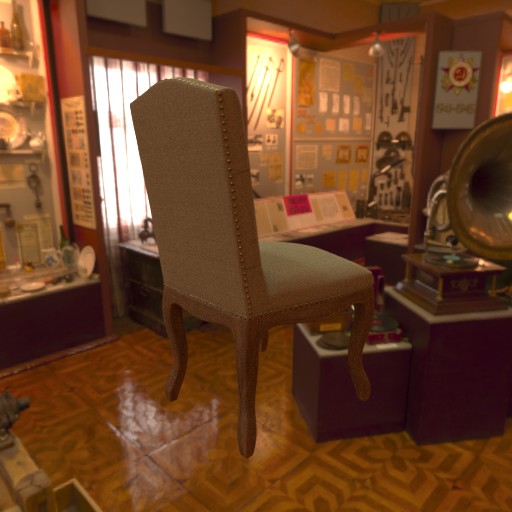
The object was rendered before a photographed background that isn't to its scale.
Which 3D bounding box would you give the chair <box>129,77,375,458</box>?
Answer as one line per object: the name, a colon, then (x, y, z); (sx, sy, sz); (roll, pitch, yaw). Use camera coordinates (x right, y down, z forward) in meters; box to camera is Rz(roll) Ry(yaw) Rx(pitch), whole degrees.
chair: (0.000, 0.000, 1.658); (0.731, 1.191, 0.637); (-13, 19, -41)
